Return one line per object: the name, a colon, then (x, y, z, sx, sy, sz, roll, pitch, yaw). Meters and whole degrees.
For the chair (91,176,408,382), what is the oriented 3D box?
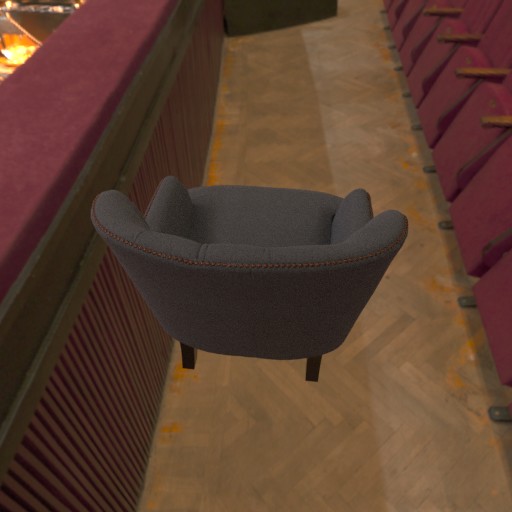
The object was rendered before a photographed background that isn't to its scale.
chair: (0.000, 0.000, 1.599, 0.848, 0.868, 0.906, 5, 45, 5)
